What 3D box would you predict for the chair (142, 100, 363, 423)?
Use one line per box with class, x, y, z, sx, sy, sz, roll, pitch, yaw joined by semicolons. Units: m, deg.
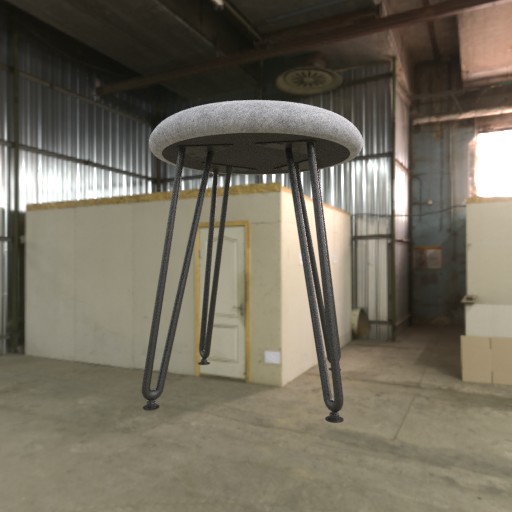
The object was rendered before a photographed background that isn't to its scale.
chair;0.000;0.000;0.658;0.350;0.386;0.350;0;0;-35
